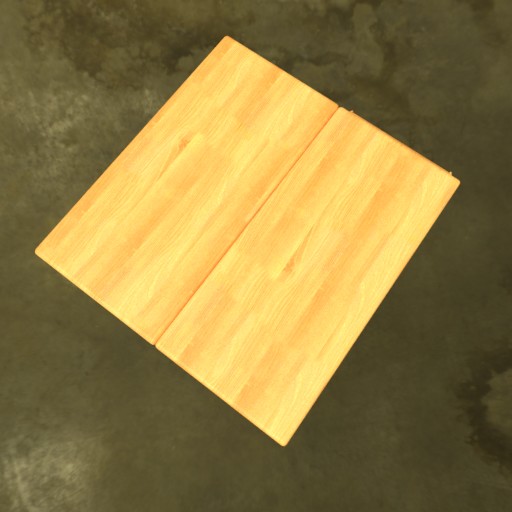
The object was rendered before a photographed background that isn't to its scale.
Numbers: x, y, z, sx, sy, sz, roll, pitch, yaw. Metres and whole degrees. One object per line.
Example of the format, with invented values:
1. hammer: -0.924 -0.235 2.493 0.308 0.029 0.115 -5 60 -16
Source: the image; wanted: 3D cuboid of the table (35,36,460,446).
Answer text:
1. table: 0.000 0.000 1.420 0.693 0.832 0.752 35 78 9
